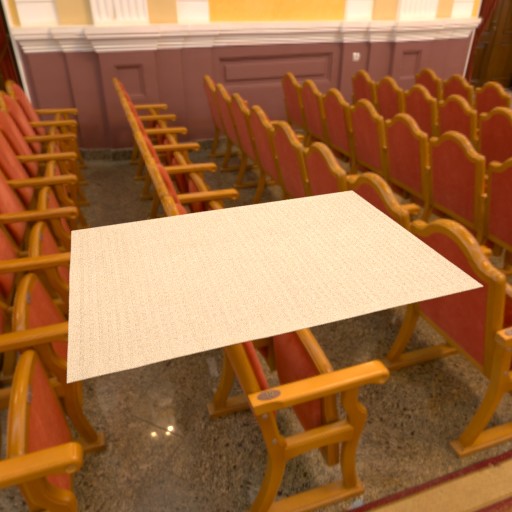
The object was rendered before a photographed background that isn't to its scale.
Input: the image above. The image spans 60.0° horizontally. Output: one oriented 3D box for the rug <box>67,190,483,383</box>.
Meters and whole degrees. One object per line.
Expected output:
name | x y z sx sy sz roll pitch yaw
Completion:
rug | 0.000 0.000 2.888 2.289 0.006 1.523 -10 33 -16
